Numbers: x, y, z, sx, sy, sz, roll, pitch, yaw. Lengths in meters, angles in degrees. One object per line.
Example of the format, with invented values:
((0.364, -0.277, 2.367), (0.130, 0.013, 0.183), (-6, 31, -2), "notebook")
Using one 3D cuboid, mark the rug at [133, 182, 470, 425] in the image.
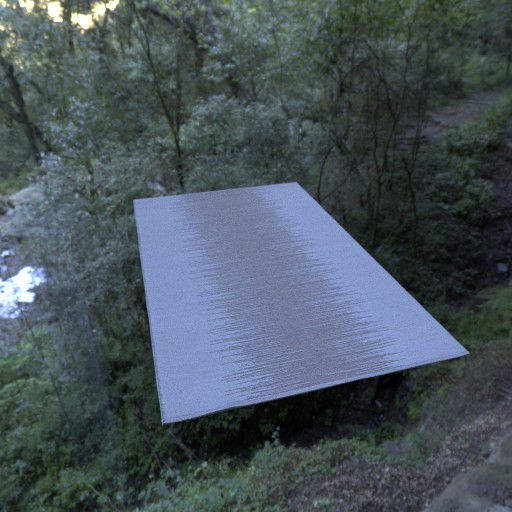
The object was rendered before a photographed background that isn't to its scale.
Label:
((0.000, 0.000, 3.032), (1.522, 0.012, 2.440), (-8, 32, -14), "rug")
